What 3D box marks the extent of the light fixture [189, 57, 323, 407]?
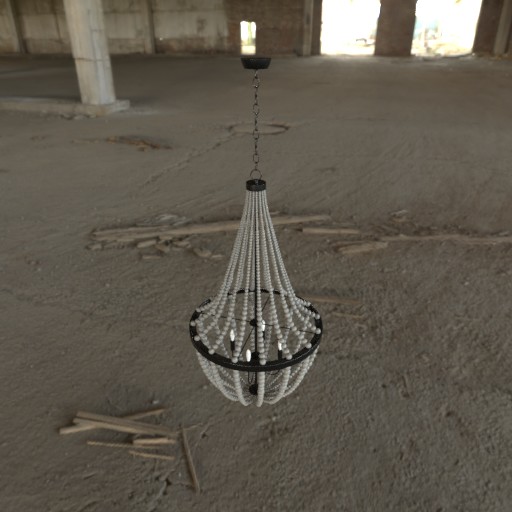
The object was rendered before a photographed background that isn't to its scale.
[{"bbox_3d":[0.000,0.000,1.389,0.450,1.133,0.450,0,27,0],"label":"light fixture"}]
